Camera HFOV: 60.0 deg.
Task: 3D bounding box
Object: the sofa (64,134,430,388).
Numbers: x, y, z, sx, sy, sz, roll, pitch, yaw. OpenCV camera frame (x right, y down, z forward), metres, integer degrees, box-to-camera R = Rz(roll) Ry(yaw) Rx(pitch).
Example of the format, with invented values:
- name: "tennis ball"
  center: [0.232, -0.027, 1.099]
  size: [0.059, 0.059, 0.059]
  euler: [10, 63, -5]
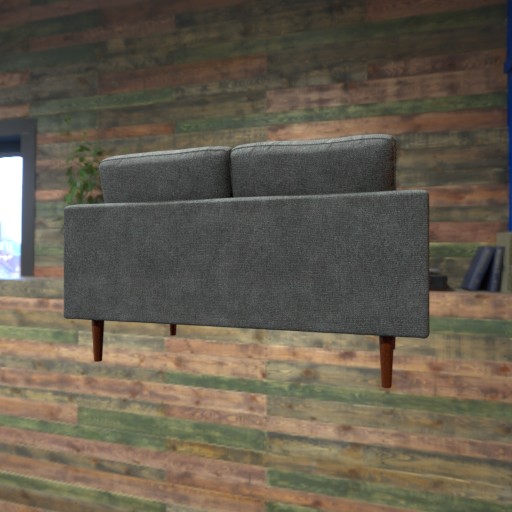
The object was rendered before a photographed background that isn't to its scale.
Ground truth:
- name: "sofa"
  center: [0.000, 0.000, 2.175]
  size: [1.582, 0.956, 0.903]
  euler: [0, 0, 18]
